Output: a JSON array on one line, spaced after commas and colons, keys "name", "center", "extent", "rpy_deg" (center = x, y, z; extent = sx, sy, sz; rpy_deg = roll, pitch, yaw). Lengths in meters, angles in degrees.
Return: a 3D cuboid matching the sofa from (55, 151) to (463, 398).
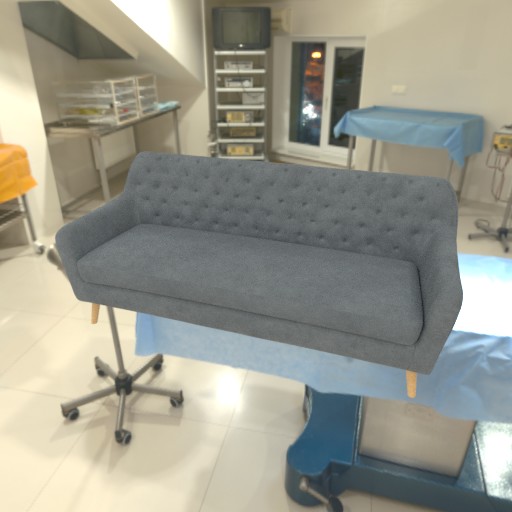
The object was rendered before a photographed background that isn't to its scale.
[{"name": "sofa", "center": [0.000, 0.000, 2.377], "extent": [1.975, 0.832, 0.841], "rpy_deg": [9, 28, 17]}]
